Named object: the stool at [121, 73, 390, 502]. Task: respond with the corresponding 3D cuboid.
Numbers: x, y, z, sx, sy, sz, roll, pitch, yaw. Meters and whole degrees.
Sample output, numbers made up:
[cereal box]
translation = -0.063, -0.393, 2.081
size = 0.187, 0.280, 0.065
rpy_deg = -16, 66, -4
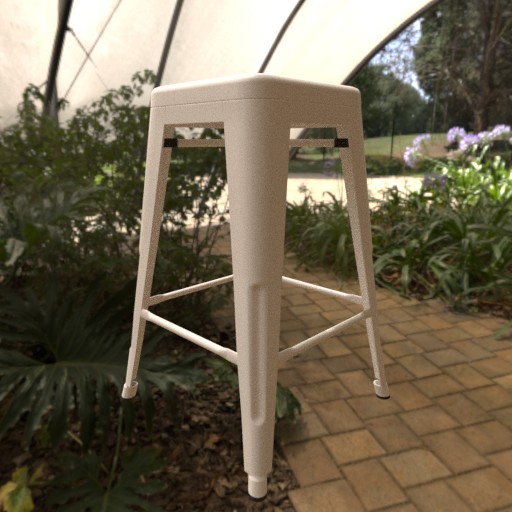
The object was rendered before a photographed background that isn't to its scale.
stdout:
[stool]
translation = 0.000, 0.000, 0.854
size = 0.406, 0.610, 0.406
rpy_deg = 14, 20, 43
